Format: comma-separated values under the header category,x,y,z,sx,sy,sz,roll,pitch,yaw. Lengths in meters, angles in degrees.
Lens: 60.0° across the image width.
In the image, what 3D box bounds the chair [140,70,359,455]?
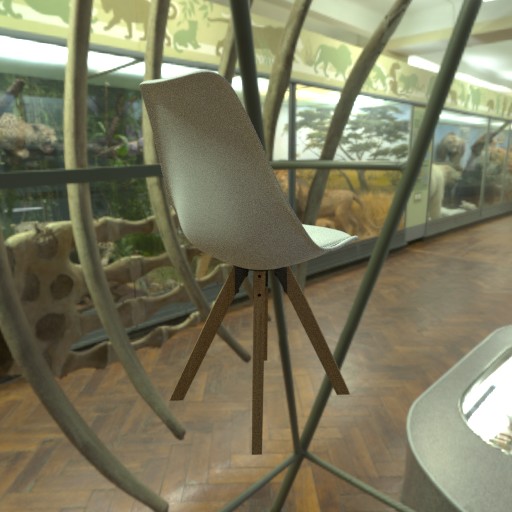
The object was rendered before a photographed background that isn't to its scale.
category,x,y,z,sx,sy,sz,roll,pitch,yaw
chair,0.000,0.000,1.192,0.485,0.849,0.550,12,18,43
